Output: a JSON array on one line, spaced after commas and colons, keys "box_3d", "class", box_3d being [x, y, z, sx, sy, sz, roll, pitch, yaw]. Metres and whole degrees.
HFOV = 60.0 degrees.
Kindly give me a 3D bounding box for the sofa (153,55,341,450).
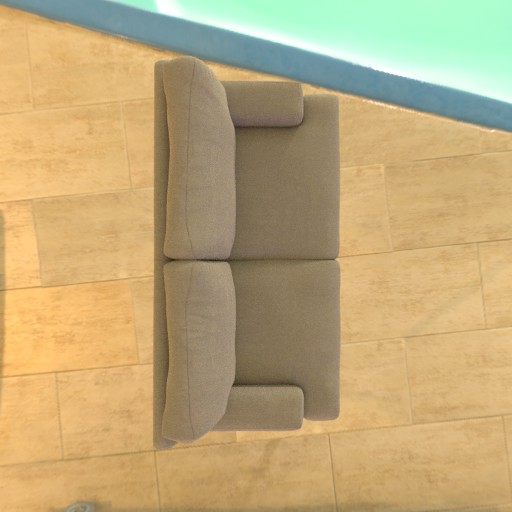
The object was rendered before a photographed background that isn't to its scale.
[{"box_3d": [0.000, 0.000, 2.380, 0.962, 0.980, 1.855, 0, 89, 0], "class": "sofa"}]
